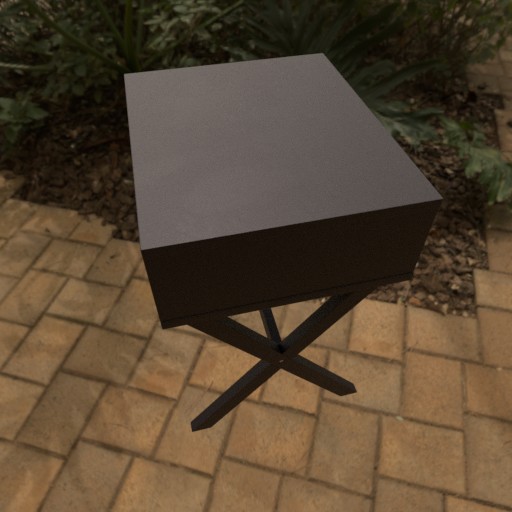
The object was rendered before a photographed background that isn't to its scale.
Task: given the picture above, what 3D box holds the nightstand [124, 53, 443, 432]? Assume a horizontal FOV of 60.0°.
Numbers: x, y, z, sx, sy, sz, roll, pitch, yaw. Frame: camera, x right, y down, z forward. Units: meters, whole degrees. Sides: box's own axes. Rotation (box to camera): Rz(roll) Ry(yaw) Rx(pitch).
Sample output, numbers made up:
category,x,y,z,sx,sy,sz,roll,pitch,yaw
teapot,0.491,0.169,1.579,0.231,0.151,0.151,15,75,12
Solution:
category,x,y,z,sx,sy,sz,roll,pitch,yaw
nightstand,0.000,0.000,0.947,0.402,0.623,0.479,-10,48,-9
